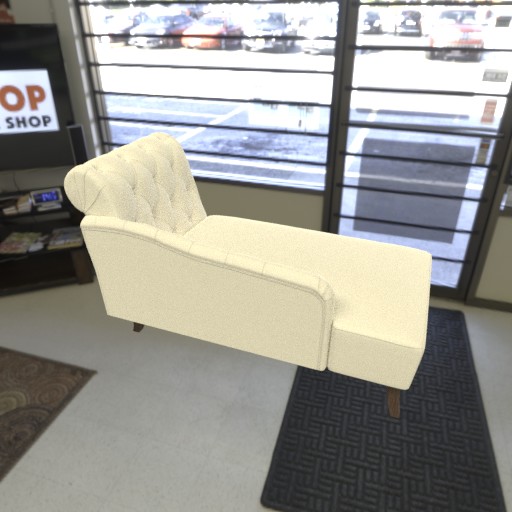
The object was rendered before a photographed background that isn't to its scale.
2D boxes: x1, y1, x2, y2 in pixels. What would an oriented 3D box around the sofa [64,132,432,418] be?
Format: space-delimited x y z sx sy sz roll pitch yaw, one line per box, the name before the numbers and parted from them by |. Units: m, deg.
sofa | 0.000 0.000 1.847 1.379 0.787 0.675 11 31 18
